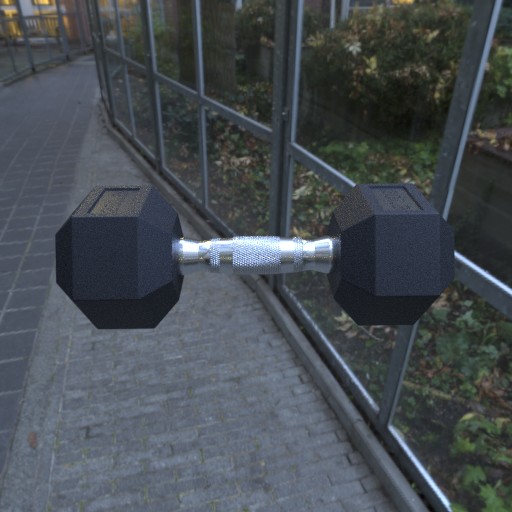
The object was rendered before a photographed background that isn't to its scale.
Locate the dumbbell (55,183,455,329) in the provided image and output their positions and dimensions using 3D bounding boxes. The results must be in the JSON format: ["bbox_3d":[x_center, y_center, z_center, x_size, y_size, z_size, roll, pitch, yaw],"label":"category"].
[{"bbox_3d":[0.000,0.000,0.330,0.272,0.092,0.106,-1,31,-1],"label":"dumbbell"}]
